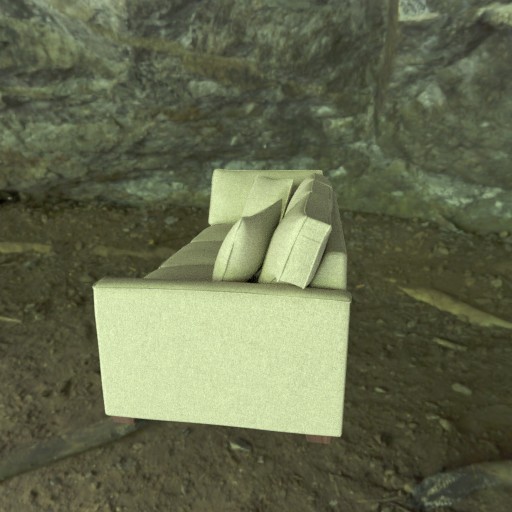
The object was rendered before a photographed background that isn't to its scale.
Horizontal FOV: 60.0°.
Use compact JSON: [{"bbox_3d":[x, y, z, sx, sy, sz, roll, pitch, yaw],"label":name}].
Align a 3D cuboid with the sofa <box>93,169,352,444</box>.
[{"bbox_3d":[0.000,0.000,2.811,1.053,0.948,2.323,2,15,8],"label":"sofa"}]
